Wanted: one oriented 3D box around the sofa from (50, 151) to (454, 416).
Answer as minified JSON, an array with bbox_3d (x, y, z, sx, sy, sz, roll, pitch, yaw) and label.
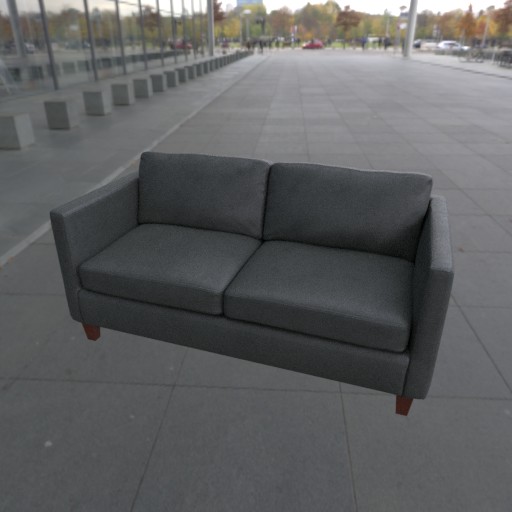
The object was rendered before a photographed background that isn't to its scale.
[{"bbox_3d":[0.000,0.000,2.404,1.883,0.933,0.951,9,27,17],"label":"sofa"}]
